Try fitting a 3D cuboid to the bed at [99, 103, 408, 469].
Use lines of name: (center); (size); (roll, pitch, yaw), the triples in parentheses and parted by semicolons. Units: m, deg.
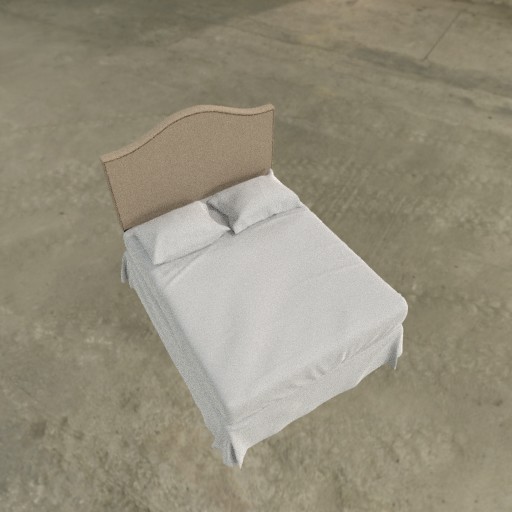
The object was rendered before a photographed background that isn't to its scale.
bed: (0.000, 0.000, 3.571); (1.876, 1.645, 2.221); (-24, 52, -21)
